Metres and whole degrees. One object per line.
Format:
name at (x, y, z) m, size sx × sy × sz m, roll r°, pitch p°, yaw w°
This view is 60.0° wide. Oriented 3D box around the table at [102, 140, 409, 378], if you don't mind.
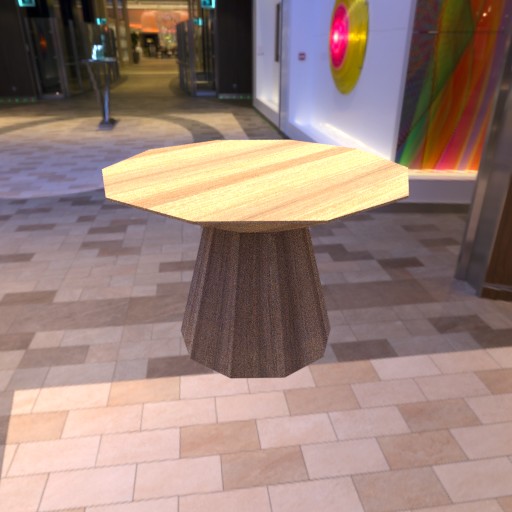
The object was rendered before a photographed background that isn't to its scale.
table at (0.000, 0.000, 1.881) m, size 1.186 × 0.752 × 1.186 m, roll 0°, pitch 26°, yaw 0°
